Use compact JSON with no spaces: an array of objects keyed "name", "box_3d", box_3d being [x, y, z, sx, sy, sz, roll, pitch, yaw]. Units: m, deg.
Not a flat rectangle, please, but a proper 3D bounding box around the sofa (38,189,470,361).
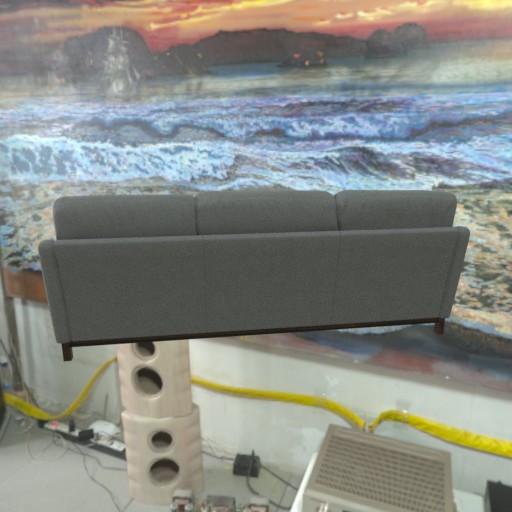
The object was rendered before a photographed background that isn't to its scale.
[{"name":"sofa","box_3d":[0.000,0.000,2.863,2.344,0.926,0.987,-2,15,-8]}]
